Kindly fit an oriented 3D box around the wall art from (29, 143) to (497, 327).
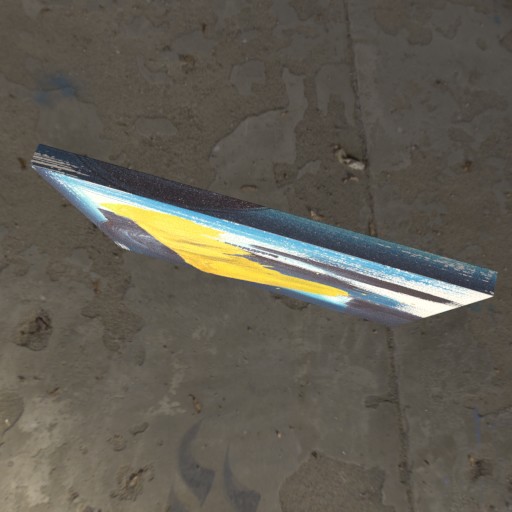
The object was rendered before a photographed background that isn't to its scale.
[{"bbox_3d":[0.000,0.000,0.758,0.609,0.406,0.033,16,76,4],"label":"wall art"}]
